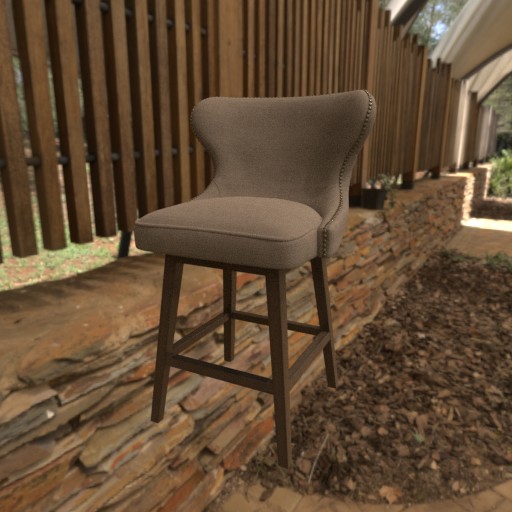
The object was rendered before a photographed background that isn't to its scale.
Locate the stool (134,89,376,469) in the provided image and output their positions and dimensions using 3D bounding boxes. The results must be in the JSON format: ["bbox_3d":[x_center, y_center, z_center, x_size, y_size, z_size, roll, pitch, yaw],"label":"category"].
[{"bbox_3d":[0.000,0.000,1.356,0.615,0.972,0.597,7,16,26],"label":"stool"}]
